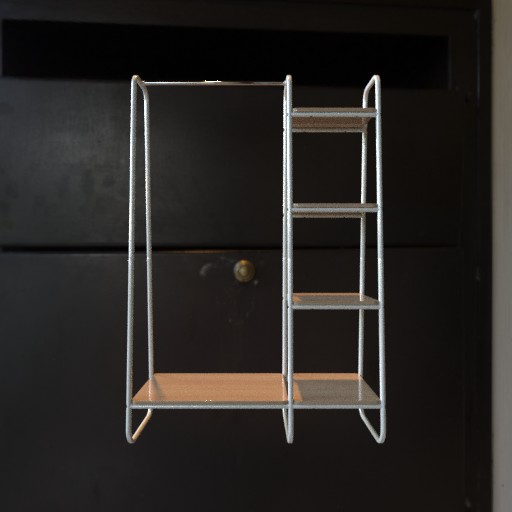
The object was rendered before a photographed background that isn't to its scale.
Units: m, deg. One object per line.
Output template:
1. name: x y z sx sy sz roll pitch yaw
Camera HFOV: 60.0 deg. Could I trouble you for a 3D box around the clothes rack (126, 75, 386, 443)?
1. clothes rack: 0.000 0.000 1.906 1.011 1.500 0.400 0 0 0
